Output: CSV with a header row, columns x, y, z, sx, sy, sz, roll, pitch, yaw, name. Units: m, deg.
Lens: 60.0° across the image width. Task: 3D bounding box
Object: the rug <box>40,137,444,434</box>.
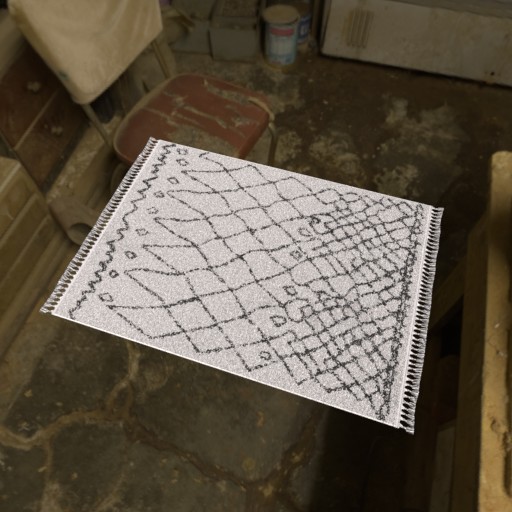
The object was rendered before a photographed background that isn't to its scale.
x,y,z,sx,sy,sz,roll,pitch,yaw,name
0.000,0.000,2.975,2.312,0.017,1.613,16,60,9,rug
